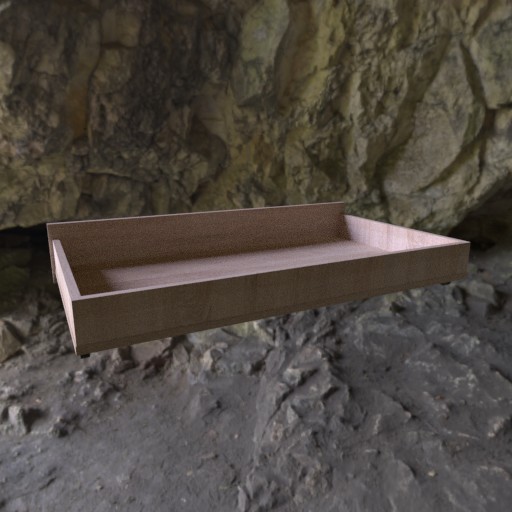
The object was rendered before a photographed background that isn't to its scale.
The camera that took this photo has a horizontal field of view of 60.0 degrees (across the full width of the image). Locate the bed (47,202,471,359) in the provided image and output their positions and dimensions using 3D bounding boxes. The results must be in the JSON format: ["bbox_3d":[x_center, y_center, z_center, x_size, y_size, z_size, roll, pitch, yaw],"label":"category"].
[{"bbox_3d":[0.000,0.000,1.456,1.200,0.209,0.685,-7,16,-26],"label":"bed"}]
